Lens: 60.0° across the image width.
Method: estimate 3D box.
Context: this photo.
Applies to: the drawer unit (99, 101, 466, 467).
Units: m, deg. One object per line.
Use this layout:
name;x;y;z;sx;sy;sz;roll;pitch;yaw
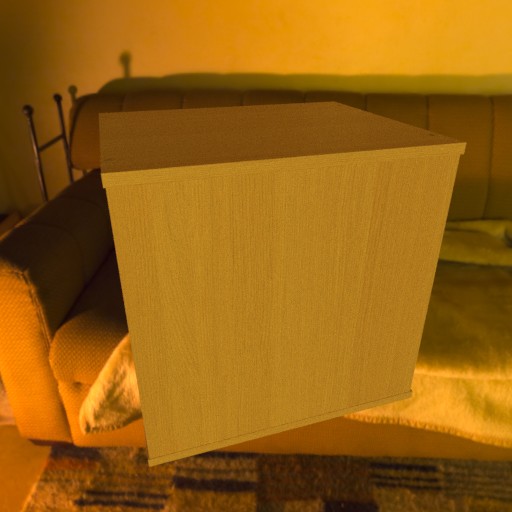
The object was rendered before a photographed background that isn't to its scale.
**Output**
drawer unit;0.000;0.000;0.597;0.349;0.344;0.290;-8;28;-16
